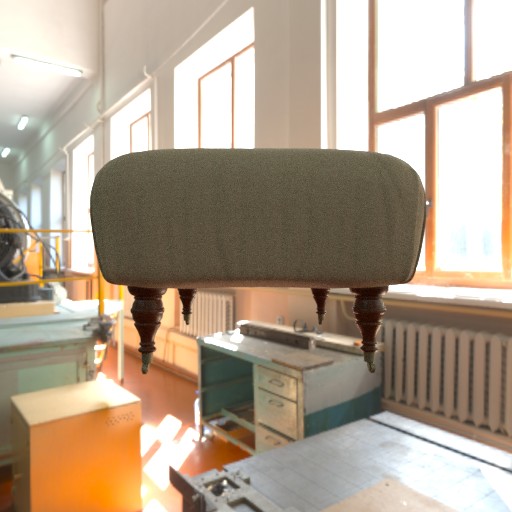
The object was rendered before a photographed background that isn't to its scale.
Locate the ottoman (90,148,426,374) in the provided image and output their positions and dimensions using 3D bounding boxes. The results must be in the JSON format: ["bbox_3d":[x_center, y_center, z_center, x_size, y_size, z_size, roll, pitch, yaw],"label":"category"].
[{"bbox_3d":[0.000,0.000,1.143,0.639,0.450,0.746,0,0,-1],"label":"ottoman"}]
